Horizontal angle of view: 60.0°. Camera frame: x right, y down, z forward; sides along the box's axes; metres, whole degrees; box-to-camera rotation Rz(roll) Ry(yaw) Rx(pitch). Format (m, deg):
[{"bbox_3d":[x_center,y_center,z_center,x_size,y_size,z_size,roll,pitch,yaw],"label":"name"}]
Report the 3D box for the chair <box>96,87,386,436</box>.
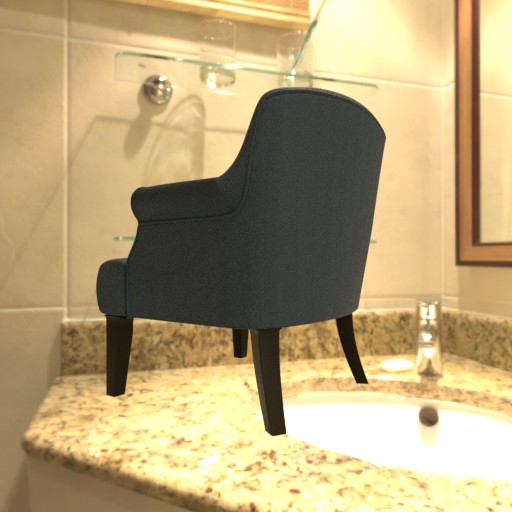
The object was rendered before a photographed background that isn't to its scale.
[{"bbox_3d":[0.000,0.000,1.473,0.754,0.878,0.770,0,0,36],"label":"chair"}]
